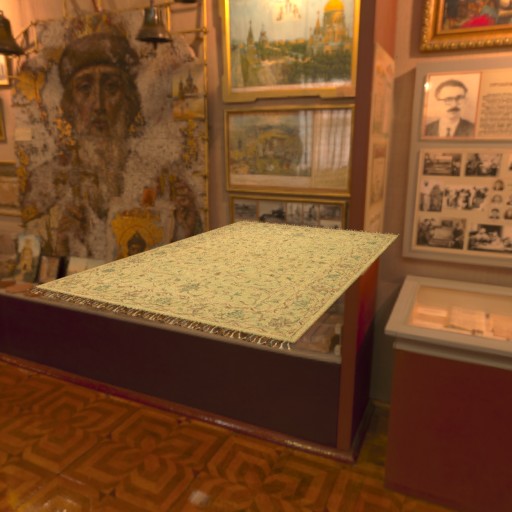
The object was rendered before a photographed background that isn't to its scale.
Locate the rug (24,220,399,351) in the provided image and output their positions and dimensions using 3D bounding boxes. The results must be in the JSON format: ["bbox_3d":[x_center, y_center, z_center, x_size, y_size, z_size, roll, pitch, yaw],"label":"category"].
[{"bbox_3d":[0.000,0.000,3.051,1.544,0.010,2.435,7,16,26],"label":"rug"}]
